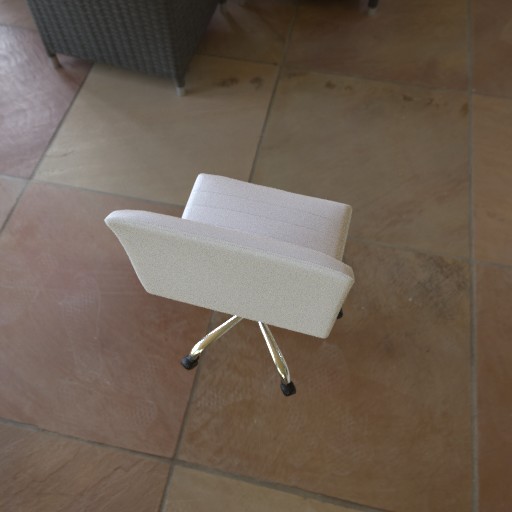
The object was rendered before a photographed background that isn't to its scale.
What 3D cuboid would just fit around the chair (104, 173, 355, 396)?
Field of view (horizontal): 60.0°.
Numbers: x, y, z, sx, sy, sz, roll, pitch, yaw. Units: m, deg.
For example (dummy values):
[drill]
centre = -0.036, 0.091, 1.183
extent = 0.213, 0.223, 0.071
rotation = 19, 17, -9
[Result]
[chair]
centre = 0.000, 0.000, 1.037
extent = 0.520, 0.750, 0.455
rotation = 14, 63, 7
